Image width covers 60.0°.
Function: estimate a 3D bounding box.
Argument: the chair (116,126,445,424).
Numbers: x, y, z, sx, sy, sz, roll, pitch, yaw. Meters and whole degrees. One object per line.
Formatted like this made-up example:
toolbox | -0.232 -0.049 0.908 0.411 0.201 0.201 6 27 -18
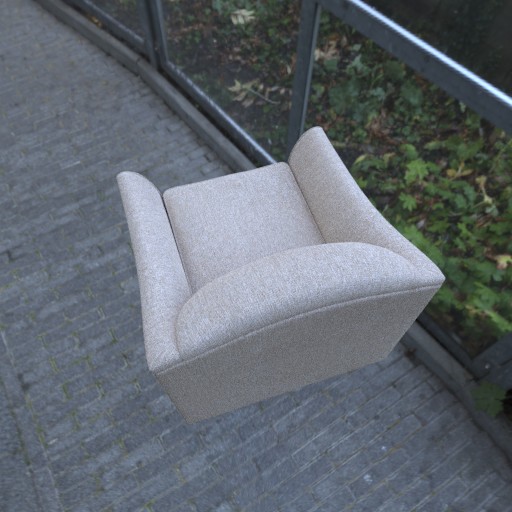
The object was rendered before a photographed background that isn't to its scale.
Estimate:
chair | 0.000 0.000 1.486 0.763 0.839 0.787 -16 60 -9
